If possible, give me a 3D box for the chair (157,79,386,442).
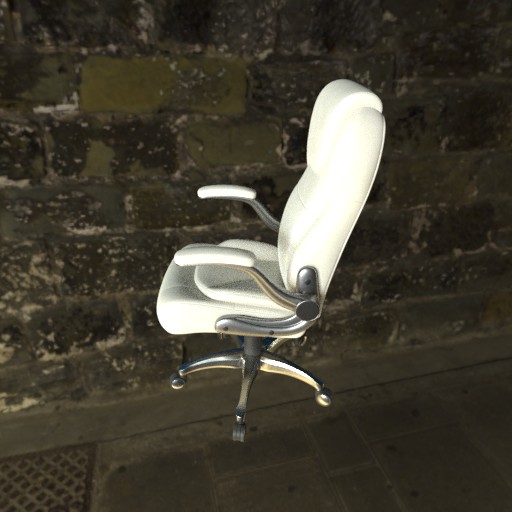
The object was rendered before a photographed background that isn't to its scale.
[{"bbox_3d":[0.000,0.000,1.822,0.806,1.330,0.755,0,27,0],"label":"chair"}]
